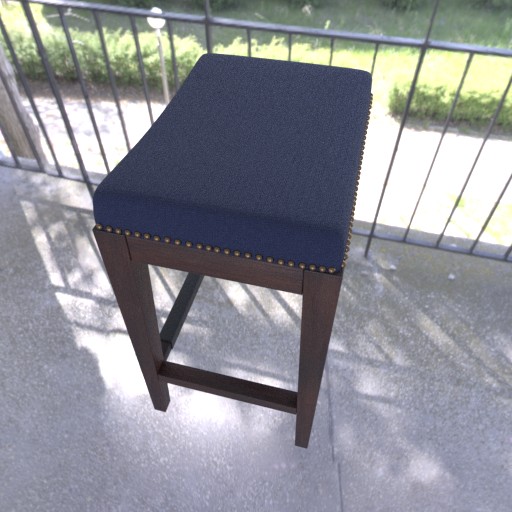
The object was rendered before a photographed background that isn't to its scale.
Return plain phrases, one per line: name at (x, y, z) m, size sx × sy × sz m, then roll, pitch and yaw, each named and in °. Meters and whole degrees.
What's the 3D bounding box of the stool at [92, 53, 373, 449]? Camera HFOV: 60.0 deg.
stool at (0.000, 0.000, 0.936) m, size 0.361 × 0.642 × 0.500 m, roll 11°, pitch 48°, yaw 10°
